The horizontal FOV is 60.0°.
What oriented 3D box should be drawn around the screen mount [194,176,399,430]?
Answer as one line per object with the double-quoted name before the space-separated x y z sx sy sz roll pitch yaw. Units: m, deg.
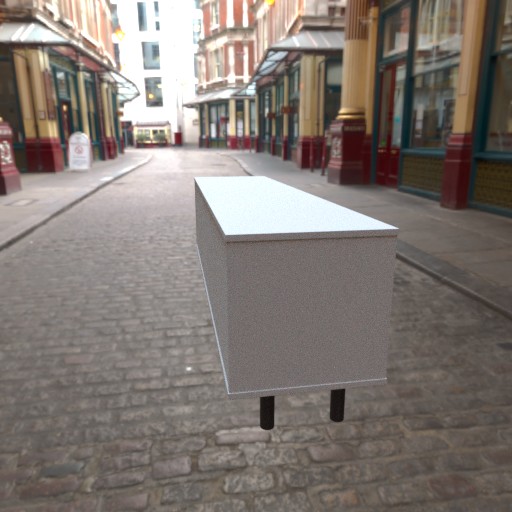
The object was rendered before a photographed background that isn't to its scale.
"screen mount" 0.000 0.000 1.810 0.418 0.520 1.600 -3 15 -10
